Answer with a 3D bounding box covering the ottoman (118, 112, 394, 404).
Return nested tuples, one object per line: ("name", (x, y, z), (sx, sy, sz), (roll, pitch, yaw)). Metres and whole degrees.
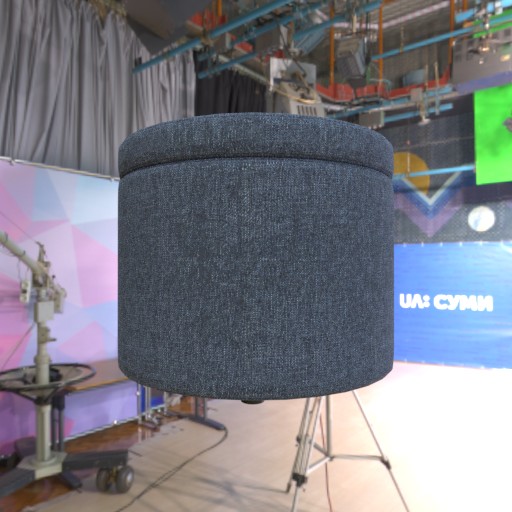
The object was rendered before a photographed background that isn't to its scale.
("ottoman", (0.000, 0.000, 0.838), (0.500, 0.419, 0.500), (0, 0, 0))
